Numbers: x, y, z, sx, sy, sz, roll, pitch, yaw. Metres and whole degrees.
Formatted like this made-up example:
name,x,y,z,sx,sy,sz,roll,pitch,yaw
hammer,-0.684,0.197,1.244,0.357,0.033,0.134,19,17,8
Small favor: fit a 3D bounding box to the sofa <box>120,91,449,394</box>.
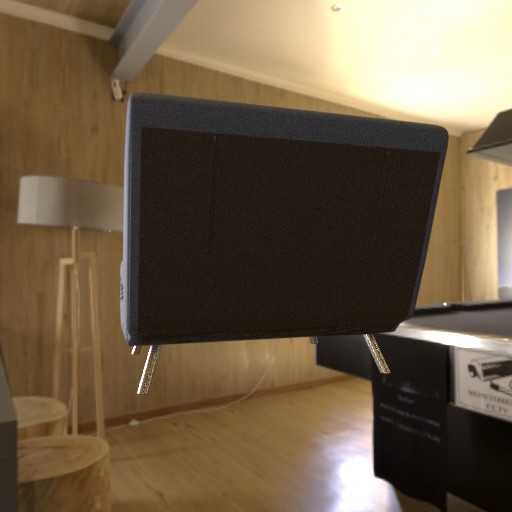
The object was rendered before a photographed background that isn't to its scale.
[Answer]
name,x,y,z,sx,sy,sz,roll,pitch,yaw
sofa,0.000,0.000,1.713,0.999,0.860,0.996,0,-1,-17
